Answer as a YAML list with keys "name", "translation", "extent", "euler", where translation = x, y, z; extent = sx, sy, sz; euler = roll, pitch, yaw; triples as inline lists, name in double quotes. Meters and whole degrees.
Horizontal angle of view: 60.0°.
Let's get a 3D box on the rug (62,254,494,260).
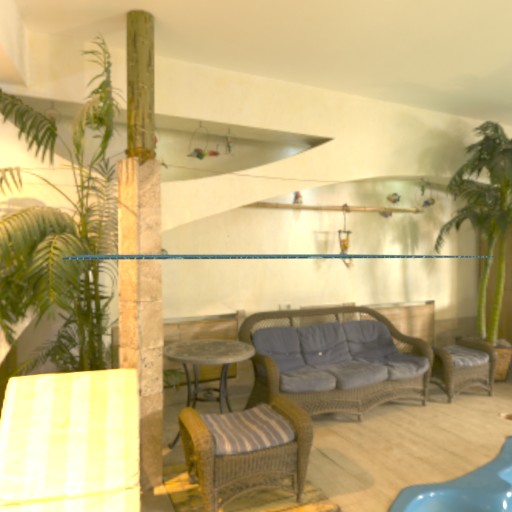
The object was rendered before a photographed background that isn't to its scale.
- name: "rug"
  translation: [0.000, 0.000, 4.073]
  extent: [3.033, 0.012, 2.432]
  euler: [0, 1, -18]
